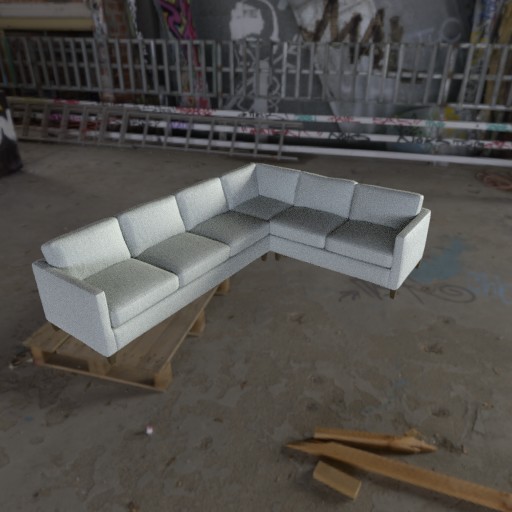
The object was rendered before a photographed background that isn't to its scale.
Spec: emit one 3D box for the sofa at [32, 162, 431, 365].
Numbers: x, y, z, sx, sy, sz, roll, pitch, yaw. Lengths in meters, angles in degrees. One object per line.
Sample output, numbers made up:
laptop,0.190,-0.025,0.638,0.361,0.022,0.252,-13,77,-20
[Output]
sofa,0.000,0.000,4.499,2.522,0.934,3.333,18,33,31
